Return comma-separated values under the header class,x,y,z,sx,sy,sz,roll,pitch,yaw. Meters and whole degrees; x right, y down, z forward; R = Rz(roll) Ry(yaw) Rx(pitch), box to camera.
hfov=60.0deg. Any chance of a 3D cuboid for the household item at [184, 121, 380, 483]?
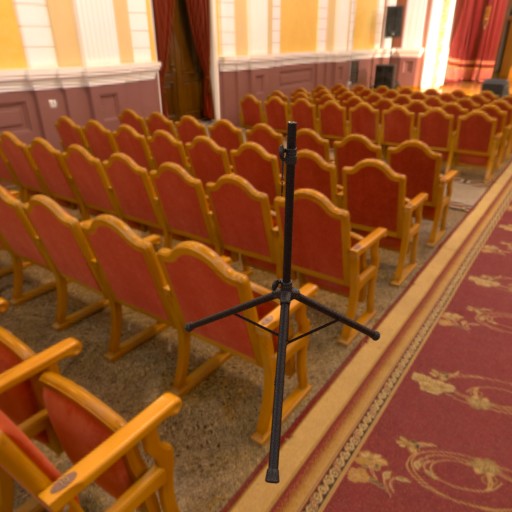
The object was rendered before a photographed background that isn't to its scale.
class,x,y,z,sx,sy,sz,roll,pitch,yaw
household item,0.000,0.000,1.891,0.907,1.136,1.045,18,31,31
